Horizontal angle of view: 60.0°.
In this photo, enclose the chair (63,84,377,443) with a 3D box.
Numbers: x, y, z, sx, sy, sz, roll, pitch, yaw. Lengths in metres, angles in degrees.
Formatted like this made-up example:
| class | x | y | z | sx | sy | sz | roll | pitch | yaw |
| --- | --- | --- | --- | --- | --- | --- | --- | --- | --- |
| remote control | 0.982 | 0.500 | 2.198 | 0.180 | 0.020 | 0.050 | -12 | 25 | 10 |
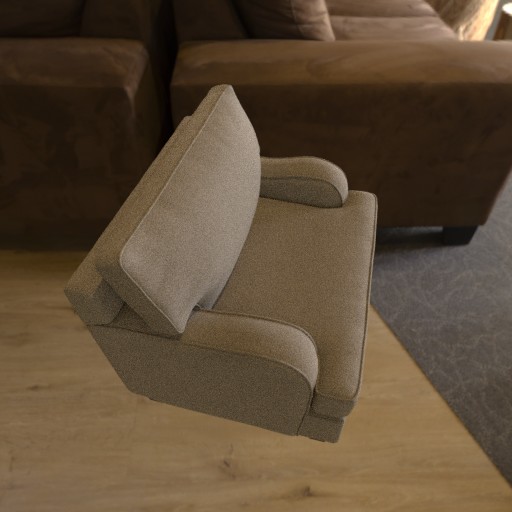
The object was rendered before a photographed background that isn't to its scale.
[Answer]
| class | x | y | z | sx | sy | sz | roll | pitch | yaw |
| --- | --- | --- | --- | --- | --- | --- | --- | --- | --- |
| chair | 0.000 | 0.000 | 1.996 | 1.040 | 1.016 | 1.220 | 10 | 47 | 10 |
